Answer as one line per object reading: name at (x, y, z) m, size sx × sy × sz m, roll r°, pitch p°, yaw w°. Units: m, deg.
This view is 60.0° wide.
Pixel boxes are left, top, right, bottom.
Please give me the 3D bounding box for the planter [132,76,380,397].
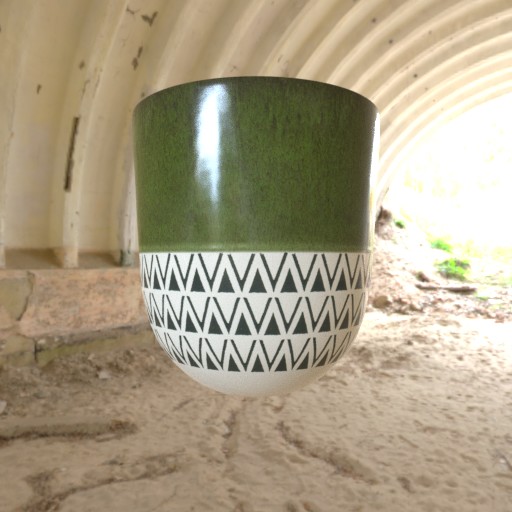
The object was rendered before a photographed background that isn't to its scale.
planter at (0.000, 0.000, 0.454) m, size 0.245 × 0.270 × 0.245 m, roll 0°, pitch 0°, yaw 0°
